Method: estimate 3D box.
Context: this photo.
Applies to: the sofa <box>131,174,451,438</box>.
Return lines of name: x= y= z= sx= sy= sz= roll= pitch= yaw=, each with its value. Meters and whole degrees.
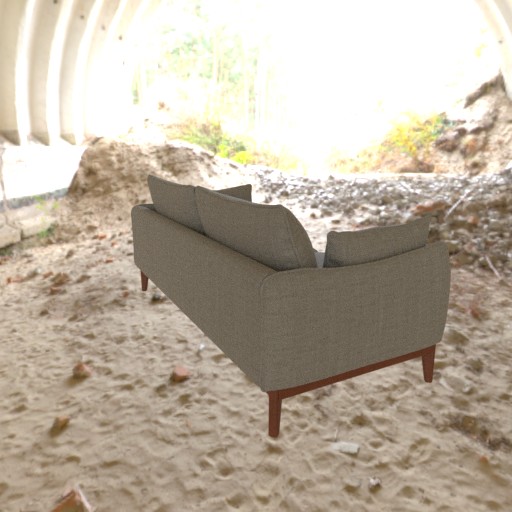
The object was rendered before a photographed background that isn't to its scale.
sofa: x=0.000 y=0.000 z=2.531 sx=0.972 sy=0.851 sz=1.989 roll=-8 pitch=16 yaw=-27
